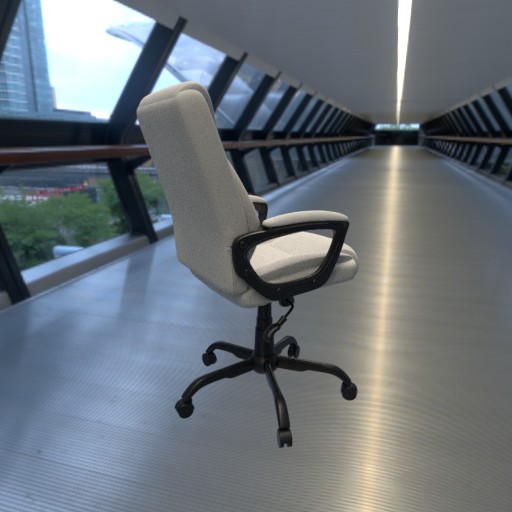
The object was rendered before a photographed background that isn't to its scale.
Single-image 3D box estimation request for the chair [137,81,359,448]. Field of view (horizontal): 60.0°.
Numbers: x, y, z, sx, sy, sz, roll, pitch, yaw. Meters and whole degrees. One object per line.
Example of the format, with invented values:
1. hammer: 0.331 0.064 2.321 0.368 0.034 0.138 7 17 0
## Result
1. chair: 0.000 0.000 1.524 0.669 1.065 0.663 -7 16 -28
